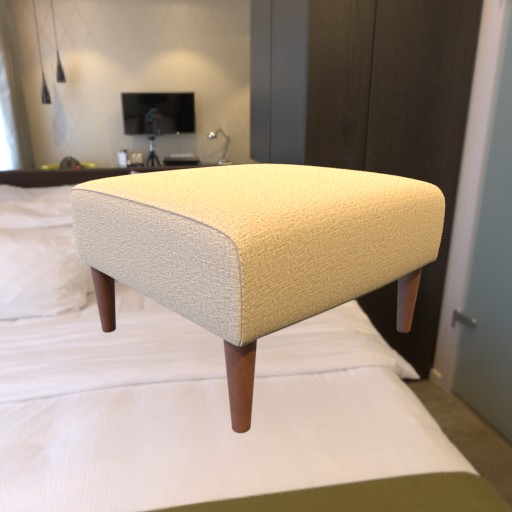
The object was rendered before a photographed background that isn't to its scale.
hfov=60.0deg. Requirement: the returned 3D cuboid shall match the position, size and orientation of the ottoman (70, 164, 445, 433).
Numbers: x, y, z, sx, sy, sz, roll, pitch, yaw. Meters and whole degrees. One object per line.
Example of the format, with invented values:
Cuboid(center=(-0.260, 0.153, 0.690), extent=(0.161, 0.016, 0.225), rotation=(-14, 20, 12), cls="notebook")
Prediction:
Cuboid(center=(0.000, 0.000, 1.081), extent=(0.650, 0.398, 0.649), rotation=(-15, 23, -41), cls="ottoman")
